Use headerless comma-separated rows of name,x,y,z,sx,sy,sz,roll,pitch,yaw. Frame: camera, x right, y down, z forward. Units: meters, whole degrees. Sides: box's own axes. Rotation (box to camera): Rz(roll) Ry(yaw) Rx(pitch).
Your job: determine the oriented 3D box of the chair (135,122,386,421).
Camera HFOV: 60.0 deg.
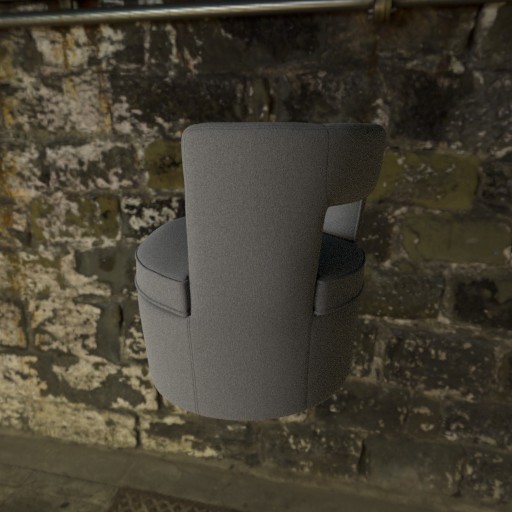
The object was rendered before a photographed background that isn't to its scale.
chair,0.000,0.000,1.262,0.660,0.719,0.689,8,18,26
